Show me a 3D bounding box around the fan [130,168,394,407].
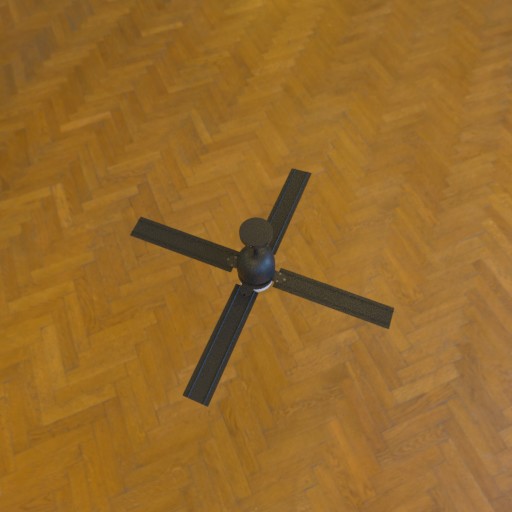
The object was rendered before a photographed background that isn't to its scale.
[{"bbox_3d":[0.000,0.000,2.002,1.319,0.410,1.319,18,62,10],"label":"fan"}]
